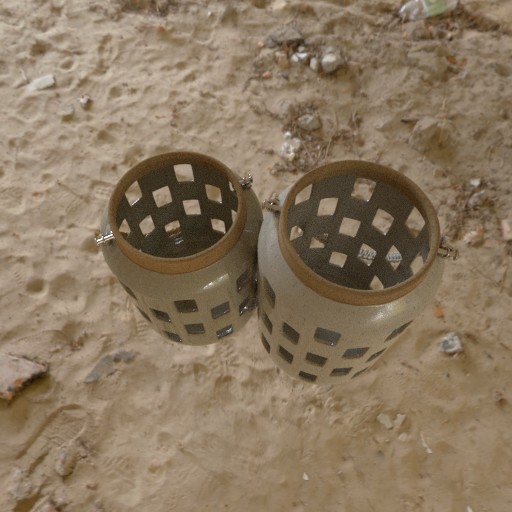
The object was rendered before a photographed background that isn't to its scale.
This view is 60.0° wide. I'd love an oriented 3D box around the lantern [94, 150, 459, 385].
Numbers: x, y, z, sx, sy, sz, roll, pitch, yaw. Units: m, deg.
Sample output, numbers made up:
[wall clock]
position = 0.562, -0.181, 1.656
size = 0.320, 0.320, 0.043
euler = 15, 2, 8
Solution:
[lantern]
position = 0.000, 0.000, 0.486
size = 0.347, 0.255, 0.184
euler = 16, 64, 8
